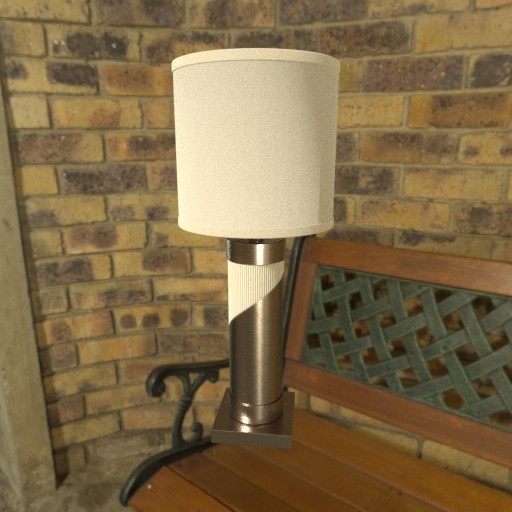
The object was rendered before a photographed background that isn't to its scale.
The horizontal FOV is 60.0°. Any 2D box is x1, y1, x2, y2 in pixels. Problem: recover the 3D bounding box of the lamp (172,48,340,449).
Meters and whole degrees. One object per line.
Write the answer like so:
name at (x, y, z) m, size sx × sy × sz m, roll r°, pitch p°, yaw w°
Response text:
lamp at (0.000, 0.000, 0.598) m, size 0.202 × 0.509 × 0.202 m, roll 2°, pitch 14°, yaw 7°
